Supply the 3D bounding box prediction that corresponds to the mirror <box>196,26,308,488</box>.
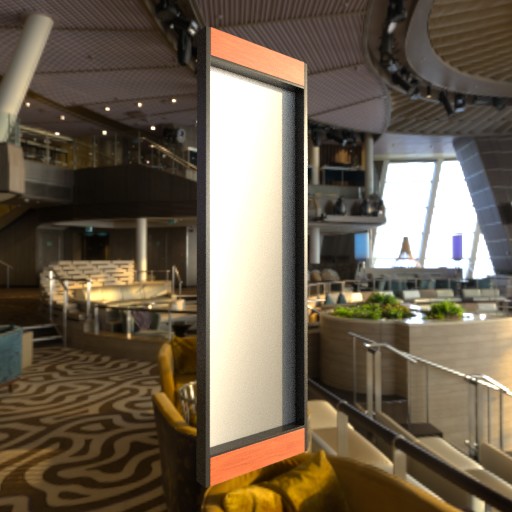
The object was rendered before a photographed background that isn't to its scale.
[{"bbox_3d":[0.000,0.000,1.198,0.343,1.123,0.047,0,-1,-38],"label":"mirror"}]
